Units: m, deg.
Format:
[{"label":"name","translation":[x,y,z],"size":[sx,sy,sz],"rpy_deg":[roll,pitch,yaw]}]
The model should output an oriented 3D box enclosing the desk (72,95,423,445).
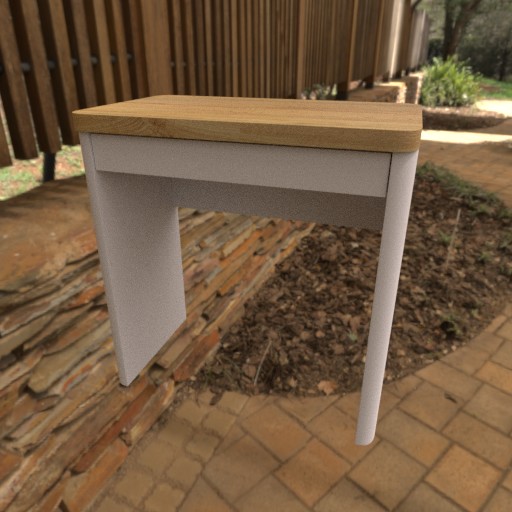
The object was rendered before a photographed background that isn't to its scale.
[{"label":"desk","translation":[0.000,0.000,1.239],"size":[0.760,0.790,0.440],"rpy_deg":[8,26,17]}]
